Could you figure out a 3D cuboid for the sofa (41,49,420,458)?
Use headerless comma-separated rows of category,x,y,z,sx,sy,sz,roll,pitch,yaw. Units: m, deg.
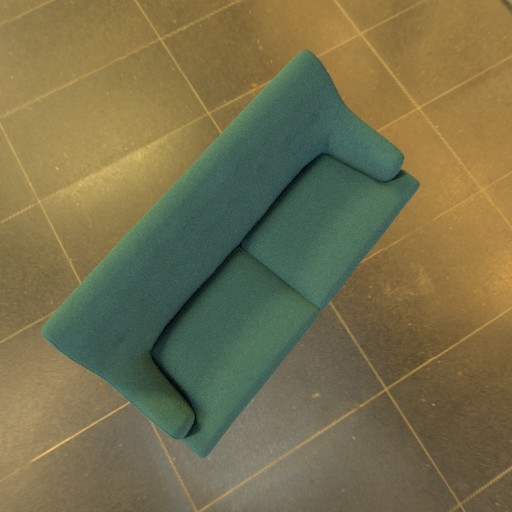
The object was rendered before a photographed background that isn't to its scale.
sofa,0.000,0.000,2.529,0.978,0.871,2.057,39,79,9
